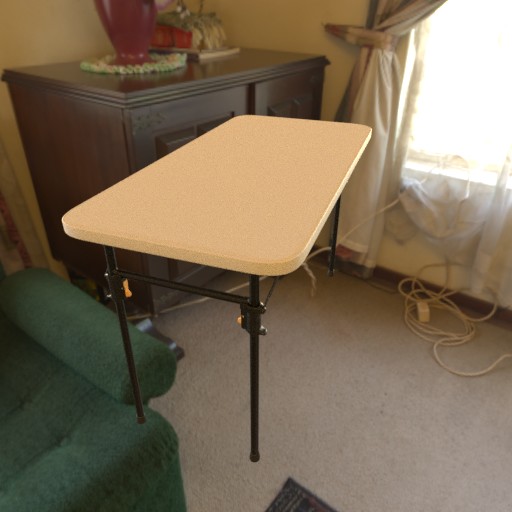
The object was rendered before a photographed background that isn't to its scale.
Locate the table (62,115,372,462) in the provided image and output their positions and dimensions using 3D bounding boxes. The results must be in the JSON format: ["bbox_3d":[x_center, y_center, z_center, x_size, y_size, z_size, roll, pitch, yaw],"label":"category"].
[{"bbox_3d":[0.000,0.000,1.639,0.610,0.729,1.219,11,32,17],"label":"table"}]
